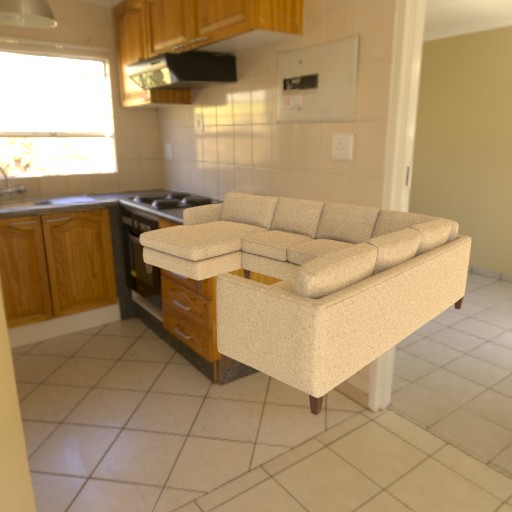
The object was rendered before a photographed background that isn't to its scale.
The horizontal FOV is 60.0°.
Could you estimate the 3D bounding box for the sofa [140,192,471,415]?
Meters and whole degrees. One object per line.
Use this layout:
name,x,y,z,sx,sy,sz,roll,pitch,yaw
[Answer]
sofa,0.000,0.000,4.641,3.460,0.959,2.593,14,20,42
